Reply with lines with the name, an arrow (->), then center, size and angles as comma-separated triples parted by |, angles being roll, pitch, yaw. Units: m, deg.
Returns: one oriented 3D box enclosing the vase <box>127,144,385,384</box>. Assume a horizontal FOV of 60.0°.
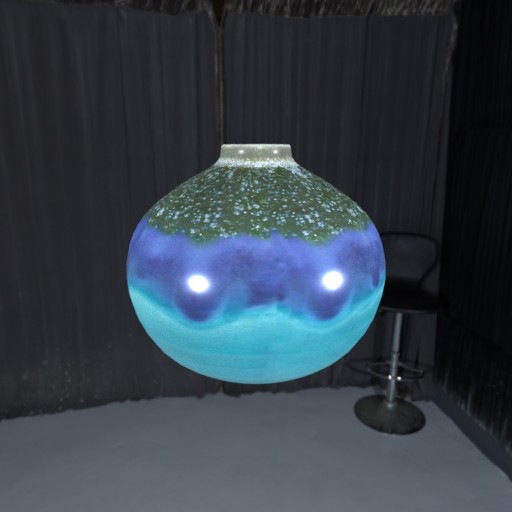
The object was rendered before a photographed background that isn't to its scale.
vase -> 0.000, 0.000, 0.272 | 0.154, 0.133, 0.154 | 0, 14, 0
